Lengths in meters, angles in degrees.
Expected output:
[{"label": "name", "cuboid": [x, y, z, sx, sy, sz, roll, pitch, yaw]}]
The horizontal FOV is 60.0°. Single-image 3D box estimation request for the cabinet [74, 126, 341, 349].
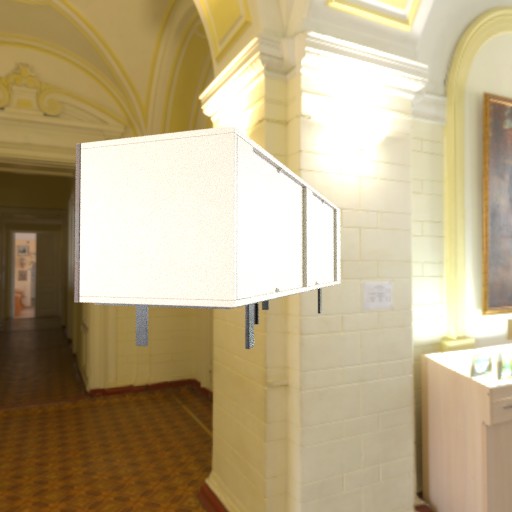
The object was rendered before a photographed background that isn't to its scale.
[{"label": "cabinet", "cuboid": [0.000, 0.000, 1.742, 0.431, 0.533, 1.499, -1, -2, 19]}]
